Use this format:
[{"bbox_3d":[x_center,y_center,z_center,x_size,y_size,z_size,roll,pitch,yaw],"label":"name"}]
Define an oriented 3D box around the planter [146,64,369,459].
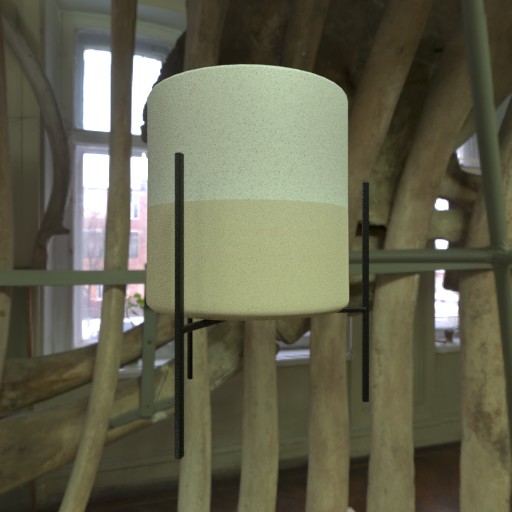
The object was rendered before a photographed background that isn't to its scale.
[{"bbox_3d":[0.000,0.000,0.550,0.267,0.362,0.263,0,0,-19],"label":"planter"}]
